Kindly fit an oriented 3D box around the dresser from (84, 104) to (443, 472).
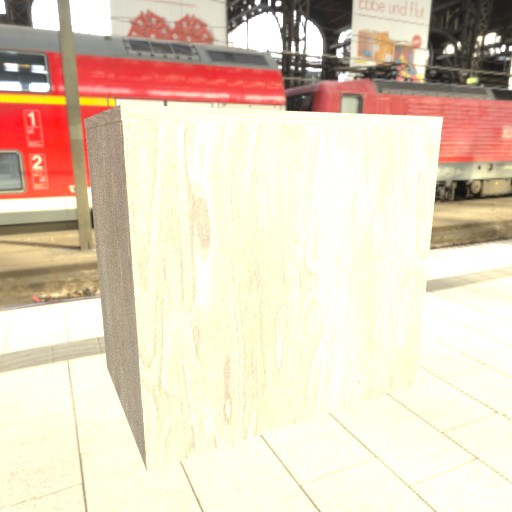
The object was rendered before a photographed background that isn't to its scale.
[{"bbox_3d":[0.000,0.000,1.282,0.809,0.762,0.529,-7,16,-26],"label":"dresser"}]
